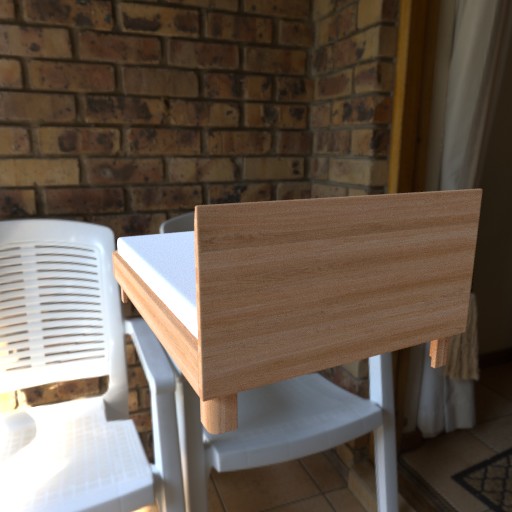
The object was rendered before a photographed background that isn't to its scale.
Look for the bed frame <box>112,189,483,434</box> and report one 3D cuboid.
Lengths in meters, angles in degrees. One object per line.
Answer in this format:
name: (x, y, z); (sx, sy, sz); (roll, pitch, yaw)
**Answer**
bed frame: (0.000, 0.000, 2.811); (1.472, 0.940, 1.992); (-7, 15, -26)
